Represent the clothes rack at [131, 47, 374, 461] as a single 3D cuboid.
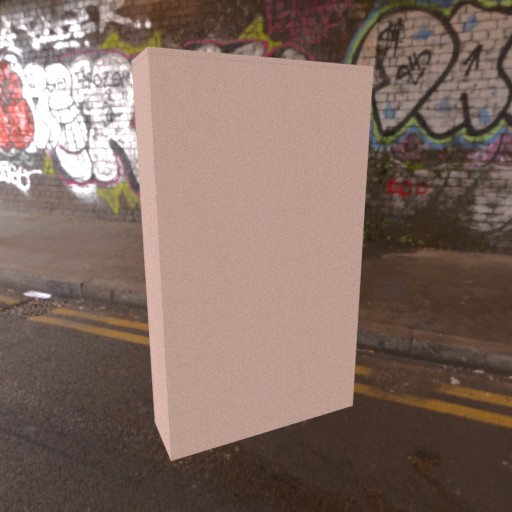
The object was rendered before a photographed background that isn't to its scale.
[{"bbox_3d":[0.000,0.000,1.592,0.750,1.280,0.250,-7,16,-25],"label":"clothes rack"}]
